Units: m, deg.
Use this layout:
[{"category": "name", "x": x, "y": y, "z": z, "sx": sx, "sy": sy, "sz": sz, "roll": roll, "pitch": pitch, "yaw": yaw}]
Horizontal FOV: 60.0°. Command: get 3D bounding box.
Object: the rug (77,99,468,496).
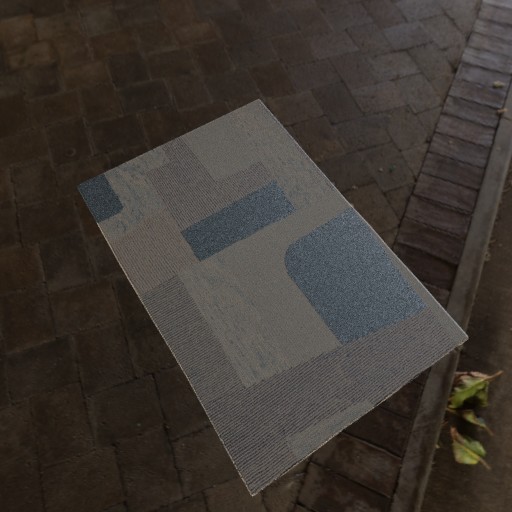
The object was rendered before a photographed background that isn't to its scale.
[{"category": "rug", "x": 0.000, "y": 0.000, "z": 2.319, "sx": 1.238, "sy": 0.020, "sz": 1.847, "roll": -30, "pitch": 67, "yaw": -14}]
